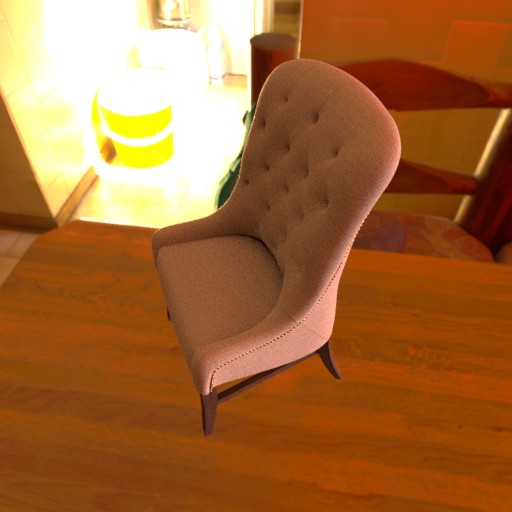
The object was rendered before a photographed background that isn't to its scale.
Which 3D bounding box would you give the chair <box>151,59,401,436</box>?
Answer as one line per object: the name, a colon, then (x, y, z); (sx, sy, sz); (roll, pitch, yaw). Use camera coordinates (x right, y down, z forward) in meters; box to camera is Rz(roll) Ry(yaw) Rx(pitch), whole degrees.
chair: (0.000, 0.000, 1.475); (0.629, 1.091, 0.634); (-16, 48, -15)
